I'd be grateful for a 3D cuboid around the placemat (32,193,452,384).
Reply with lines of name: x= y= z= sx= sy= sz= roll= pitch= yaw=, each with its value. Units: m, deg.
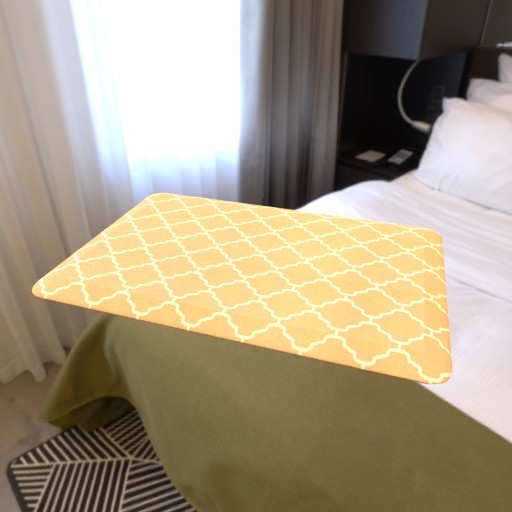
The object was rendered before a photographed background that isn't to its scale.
placemat: x=0.000 y=0.000 z=0.941 sx=0.762 sy=0.021 sz=0.508 roll=9 pitch=33 yaw=15
